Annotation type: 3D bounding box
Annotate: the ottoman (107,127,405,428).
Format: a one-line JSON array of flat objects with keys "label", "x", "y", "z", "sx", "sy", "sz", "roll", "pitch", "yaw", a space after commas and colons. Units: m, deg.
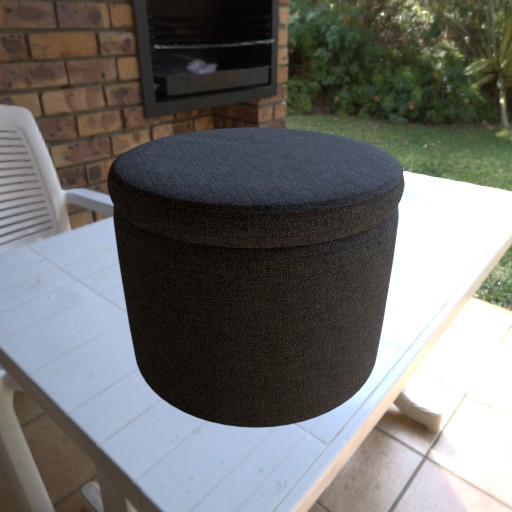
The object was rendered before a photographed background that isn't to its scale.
[{"label": "ottoman", "x": 0.000, "y": 0.000, "z": 0.885, "sx": 0.520, "sy": 0.430, "sz": 0.520, "roll": 0, "pitch": 27, "yaw": 0}]
